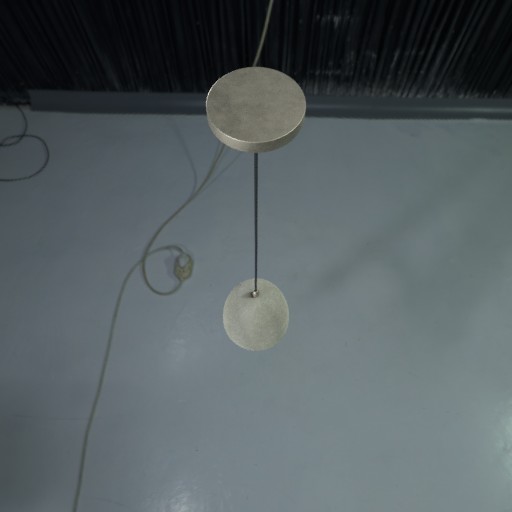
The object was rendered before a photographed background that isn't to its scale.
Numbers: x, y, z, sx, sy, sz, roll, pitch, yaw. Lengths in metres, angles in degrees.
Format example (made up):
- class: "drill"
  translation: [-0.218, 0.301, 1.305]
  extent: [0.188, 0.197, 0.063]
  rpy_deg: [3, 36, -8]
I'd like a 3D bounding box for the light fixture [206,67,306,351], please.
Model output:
- class: "light fixture"
  translation: [0.000, 0.000, 0.809]
  extent: [0.170, 0.759, 0.170]
  rpy_deg: [-1, 65, 0]
